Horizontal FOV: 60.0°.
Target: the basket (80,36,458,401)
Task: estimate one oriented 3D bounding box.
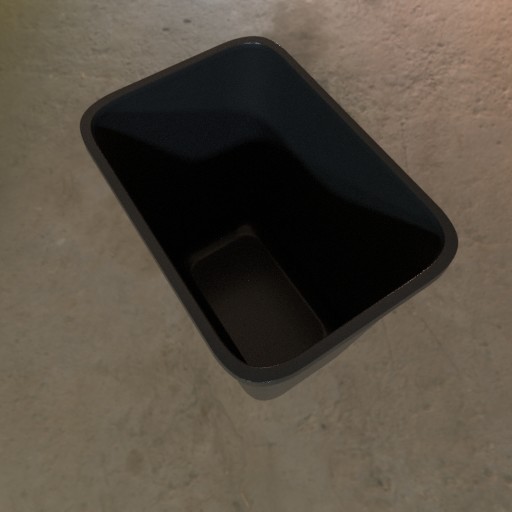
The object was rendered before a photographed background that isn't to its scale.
[{"bbox_3d":[0.000,0.000,0.502,0.211,0.307,0.300,-31,68,-14],"label":"basket"}]
